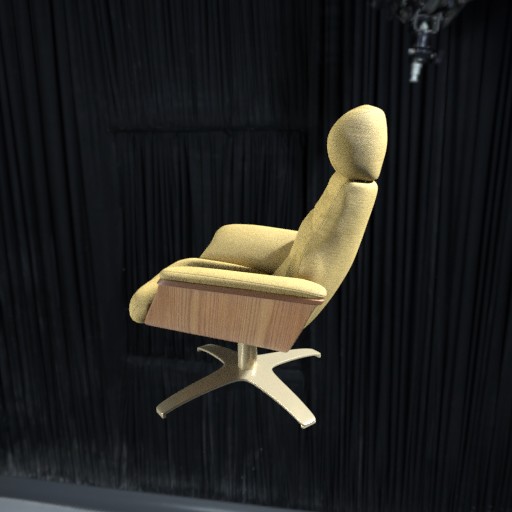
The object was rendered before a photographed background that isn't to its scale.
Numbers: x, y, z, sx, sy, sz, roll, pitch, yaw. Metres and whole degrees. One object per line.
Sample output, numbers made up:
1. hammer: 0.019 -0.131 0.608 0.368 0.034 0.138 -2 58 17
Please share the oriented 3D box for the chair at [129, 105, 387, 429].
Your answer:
1. chair: 0.000 0.000 1.580 0.837 0.995 0.785 2 15 9
